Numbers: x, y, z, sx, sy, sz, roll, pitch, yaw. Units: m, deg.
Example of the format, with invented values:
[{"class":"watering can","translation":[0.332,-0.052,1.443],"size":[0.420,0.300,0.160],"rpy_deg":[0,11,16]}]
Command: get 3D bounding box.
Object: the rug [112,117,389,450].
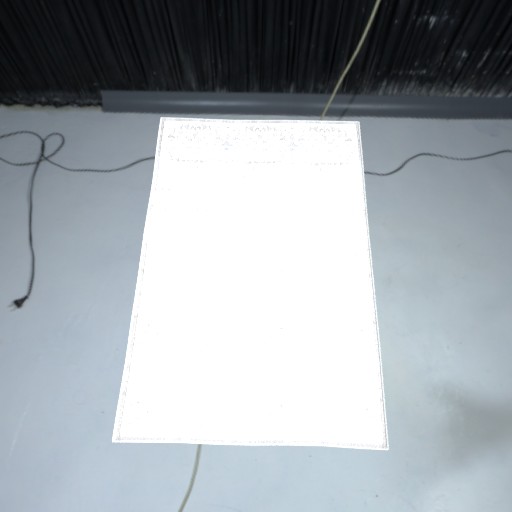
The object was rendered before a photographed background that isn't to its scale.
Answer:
[{"class":"rug","translation":[0.000,0.000,3.476],"size":[1.819,0.018,2.746],"rpy_deg":[1,65,1]}]
